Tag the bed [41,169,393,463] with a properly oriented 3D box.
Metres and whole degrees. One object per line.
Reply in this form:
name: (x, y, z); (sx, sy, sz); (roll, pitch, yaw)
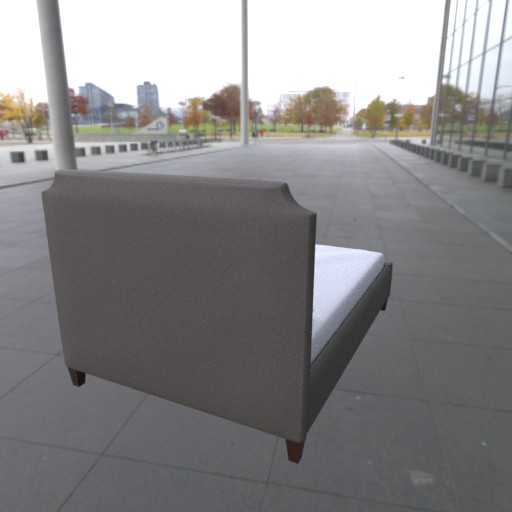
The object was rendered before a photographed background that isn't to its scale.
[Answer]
bed: (0.000, 0.000, 3.410); (1.712, 1.443, 2.372); (8, 18, 26)
